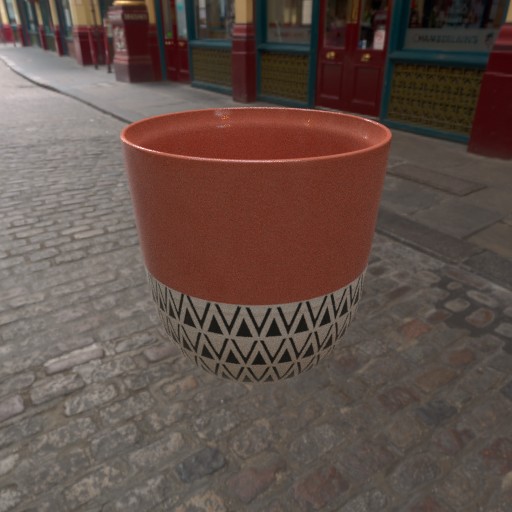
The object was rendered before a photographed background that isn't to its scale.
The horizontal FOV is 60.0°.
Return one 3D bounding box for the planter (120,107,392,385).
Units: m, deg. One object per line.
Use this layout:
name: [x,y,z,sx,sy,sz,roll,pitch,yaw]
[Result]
planter: [0.000,0.000,0.376,0.195,0.214,0.195,0,27,0]
